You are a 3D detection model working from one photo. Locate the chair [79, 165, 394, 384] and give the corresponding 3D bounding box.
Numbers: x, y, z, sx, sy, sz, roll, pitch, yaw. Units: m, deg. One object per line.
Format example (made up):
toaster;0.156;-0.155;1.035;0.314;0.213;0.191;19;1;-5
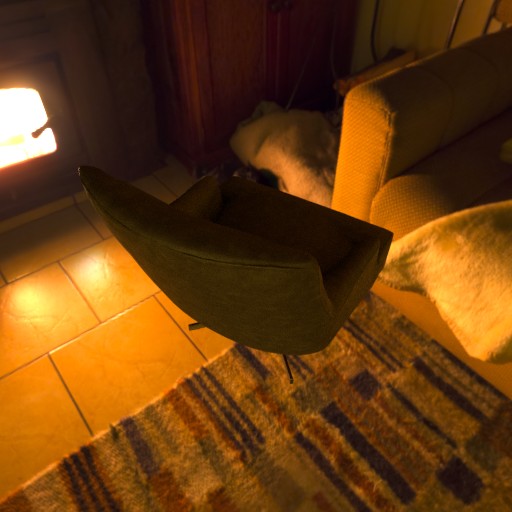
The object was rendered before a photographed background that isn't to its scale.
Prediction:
chair;0.000;0.000;1.522;0.738;0.870;0.874;23;49;22
